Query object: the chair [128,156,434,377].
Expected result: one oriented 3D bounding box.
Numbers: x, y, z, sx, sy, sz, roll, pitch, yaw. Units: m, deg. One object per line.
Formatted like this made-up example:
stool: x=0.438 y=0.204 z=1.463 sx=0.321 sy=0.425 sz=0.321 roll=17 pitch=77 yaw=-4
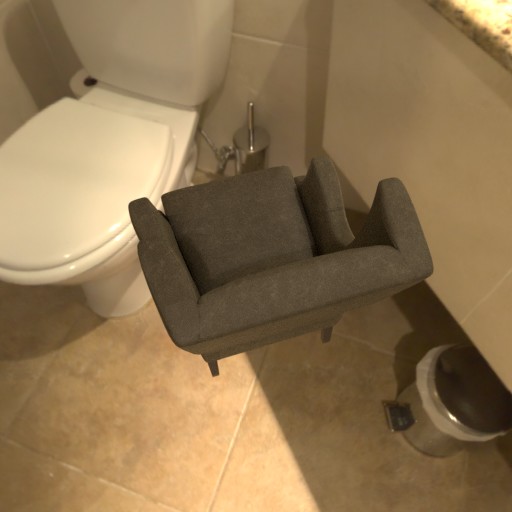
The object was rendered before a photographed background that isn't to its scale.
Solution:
chair: x=0.000 y=0.000 z=1.703 sx=0.853 sy=1.016 sz=0.926 roll=-15 pitch=60 yaw=-9
